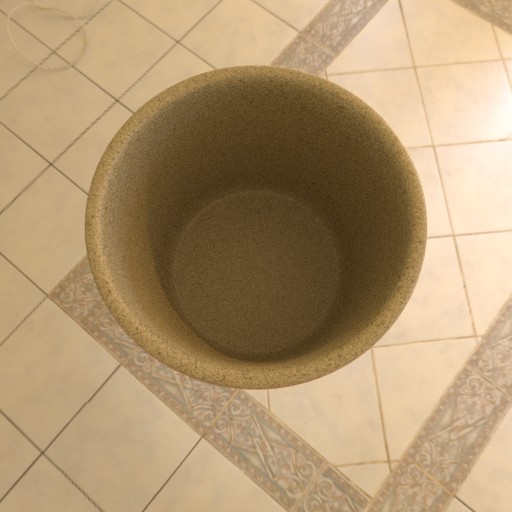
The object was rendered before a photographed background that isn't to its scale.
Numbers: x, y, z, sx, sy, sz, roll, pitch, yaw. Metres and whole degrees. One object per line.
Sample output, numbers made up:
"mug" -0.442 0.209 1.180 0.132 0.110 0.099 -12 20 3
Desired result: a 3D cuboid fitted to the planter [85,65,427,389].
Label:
"planter" 0.000 0.000 0.406 0.227 0.235 0.227 0 75 0
